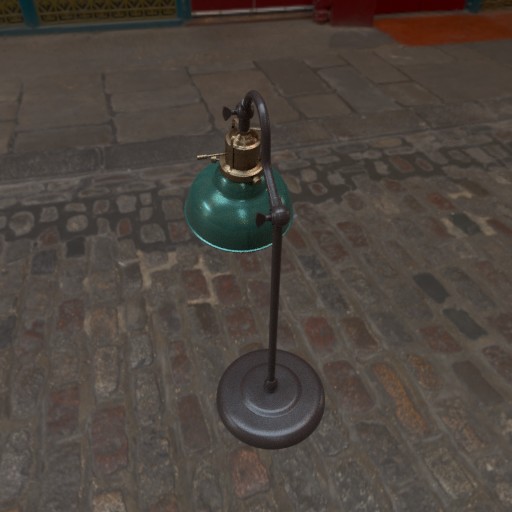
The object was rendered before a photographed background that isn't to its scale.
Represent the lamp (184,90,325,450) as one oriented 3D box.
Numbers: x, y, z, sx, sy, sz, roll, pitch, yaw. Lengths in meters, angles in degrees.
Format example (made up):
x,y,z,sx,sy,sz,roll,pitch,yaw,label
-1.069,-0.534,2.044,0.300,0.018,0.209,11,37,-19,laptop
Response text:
x,y,z,sx,sy,sz,roll,pitch,yaw,label
0.000,0.000,0.685,0.192,0.508,0.374,-11,42,-12,lamp
